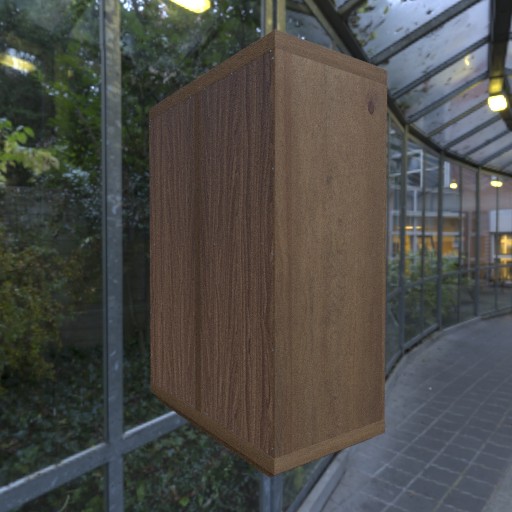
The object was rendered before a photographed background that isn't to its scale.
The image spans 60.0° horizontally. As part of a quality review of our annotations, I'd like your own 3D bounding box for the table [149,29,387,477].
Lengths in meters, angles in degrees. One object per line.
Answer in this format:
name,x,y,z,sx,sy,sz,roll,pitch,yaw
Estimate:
table,0.000,0.000,1.772,0.524,1.294,0.901,-1,2,-36
